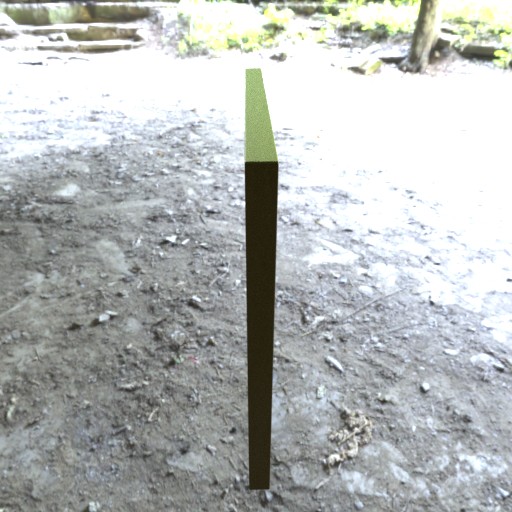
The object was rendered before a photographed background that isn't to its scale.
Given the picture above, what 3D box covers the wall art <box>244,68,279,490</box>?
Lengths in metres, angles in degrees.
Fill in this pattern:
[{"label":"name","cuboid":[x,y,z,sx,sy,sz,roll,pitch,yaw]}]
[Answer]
[{"label":"wall art","cuboid":[0.000,0.000,0.739,0.031,0.506,0.503,-1,32,-1]}]
